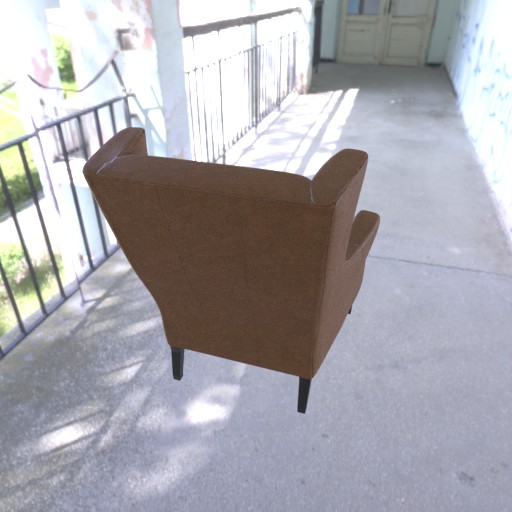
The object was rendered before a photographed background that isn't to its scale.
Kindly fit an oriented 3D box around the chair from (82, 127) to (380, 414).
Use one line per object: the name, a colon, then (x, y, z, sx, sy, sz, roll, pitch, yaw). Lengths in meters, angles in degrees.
chair: (0.000, 0.000, 1.689, 0.852, 1.016, 0.925, 10, 33, 15)
